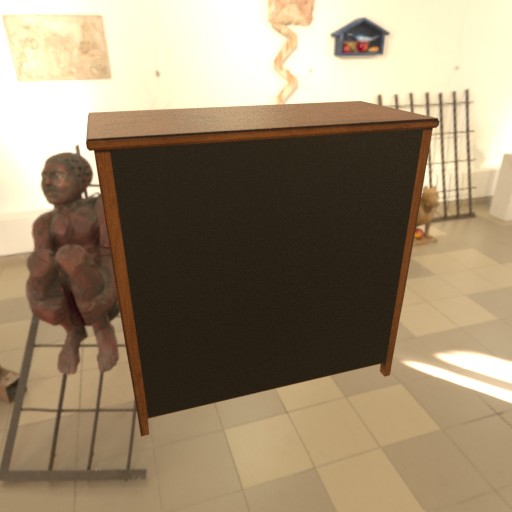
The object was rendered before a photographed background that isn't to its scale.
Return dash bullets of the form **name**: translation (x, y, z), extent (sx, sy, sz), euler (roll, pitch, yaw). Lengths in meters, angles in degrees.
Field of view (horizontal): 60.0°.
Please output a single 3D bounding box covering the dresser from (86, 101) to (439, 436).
- **dresser**: translation (0.000, 0.000, 1.997), extent (1.250, 1.224, 0.591), euler (-8, 27, -16)
